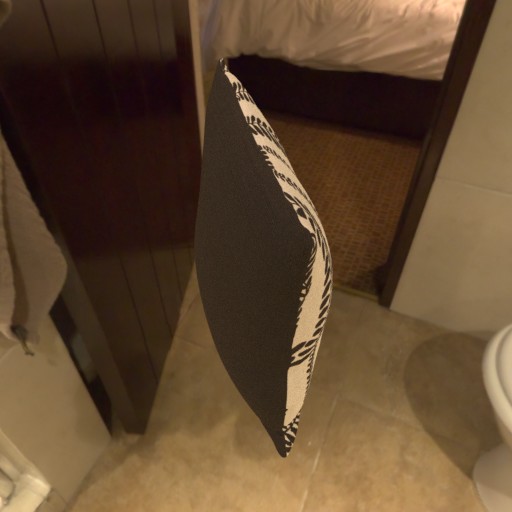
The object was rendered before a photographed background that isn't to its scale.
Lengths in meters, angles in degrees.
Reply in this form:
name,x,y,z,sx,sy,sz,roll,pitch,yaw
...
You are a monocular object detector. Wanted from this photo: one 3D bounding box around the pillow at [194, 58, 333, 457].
name,x,y,z,sx,sy,sz,roll,pitch,yaw
pillow,0.000,0.000,0.670,0.182,0.441,0.440,-10,46,-10
